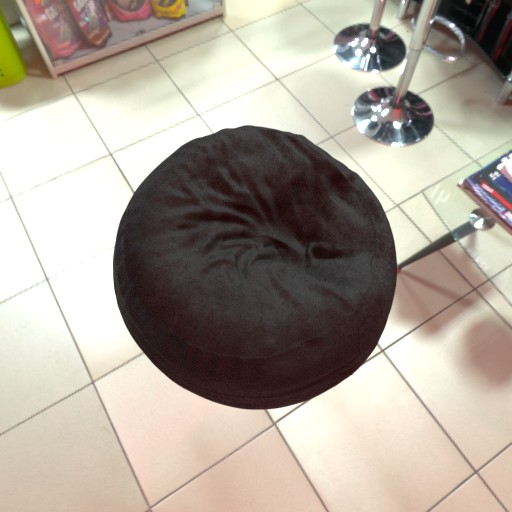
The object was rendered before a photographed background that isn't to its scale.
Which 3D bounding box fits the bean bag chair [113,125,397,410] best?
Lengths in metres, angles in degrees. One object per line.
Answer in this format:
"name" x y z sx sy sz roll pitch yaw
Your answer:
"bean bag chair" 0.000 0.000 2.388 1.525 0.751 1.525 0 62 0
